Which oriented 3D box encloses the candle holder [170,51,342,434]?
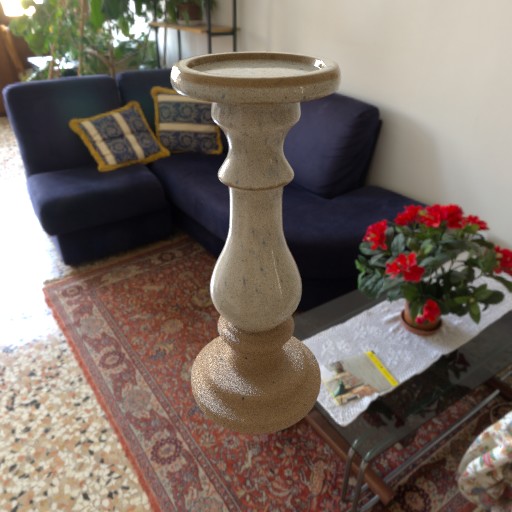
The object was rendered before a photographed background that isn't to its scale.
[{"bbox_3d":[0.000,0.000,0.251,0.088,0.203,0.088,0,32,0],"label":"candle holder"}]
